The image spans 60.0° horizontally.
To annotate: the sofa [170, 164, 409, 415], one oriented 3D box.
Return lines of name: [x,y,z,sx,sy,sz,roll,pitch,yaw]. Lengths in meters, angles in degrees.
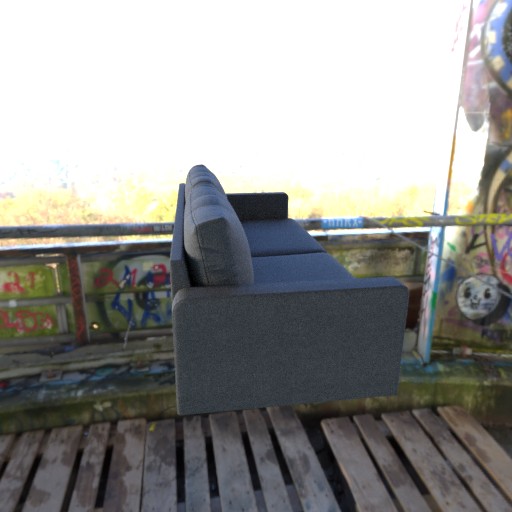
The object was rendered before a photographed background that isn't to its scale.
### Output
sofa: [0.000,0.000,2.557,0.880,0.880,2.100,-3,18,-8]
